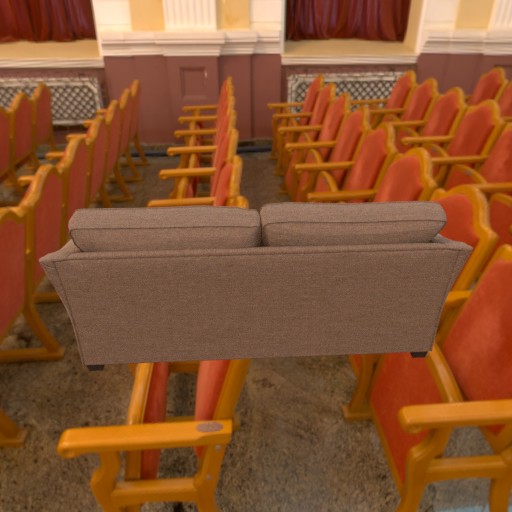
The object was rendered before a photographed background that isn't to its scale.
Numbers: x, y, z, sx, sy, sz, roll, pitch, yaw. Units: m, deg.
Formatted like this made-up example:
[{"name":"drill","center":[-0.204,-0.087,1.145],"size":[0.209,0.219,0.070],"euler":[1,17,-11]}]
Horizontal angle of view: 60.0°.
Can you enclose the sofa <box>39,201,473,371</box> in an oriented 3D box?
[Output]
[{"name":"sofa","center":[0.000,0.000,2.817],"size":[2.270,0.965,0.980],"euler":[-2,30,-3]}]
